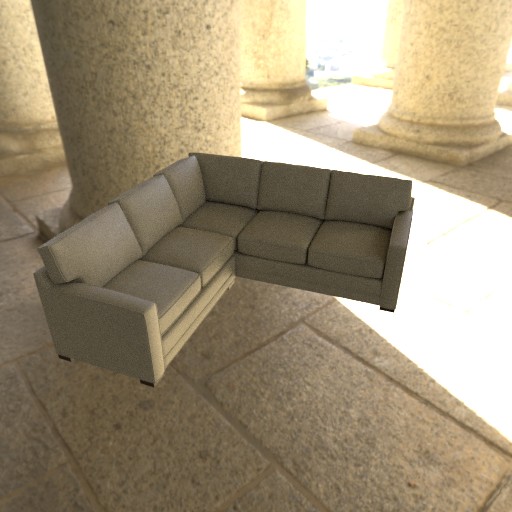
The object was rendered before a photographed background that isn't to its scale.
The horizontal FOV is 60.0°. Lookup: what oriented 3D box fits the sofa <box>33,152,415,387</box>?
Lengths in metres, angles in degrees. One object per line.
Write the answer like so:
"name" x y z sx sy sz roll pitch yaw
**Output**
"sofa" 0.000 0.000 3.447 2.211 0.936 2.188 10 31 17
